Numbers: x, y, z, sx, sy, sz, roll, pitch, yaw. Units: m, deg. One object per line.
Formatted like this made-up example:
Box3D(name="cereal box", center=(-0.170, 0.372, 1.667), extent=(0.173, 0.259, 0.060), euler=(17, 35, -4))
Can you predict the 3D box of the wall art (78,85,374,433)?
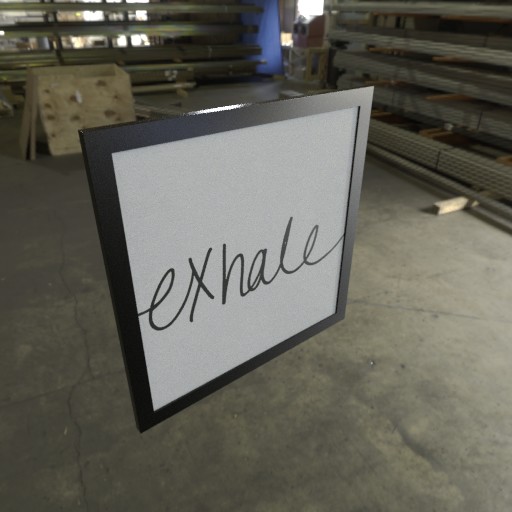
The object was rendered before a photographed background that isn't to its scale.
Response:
Box3D(name="wall art", center=(0.000, 0.000, 0.670), extent=(0.446, 0.445, 0.014), euler=(-22, 36, -32))
